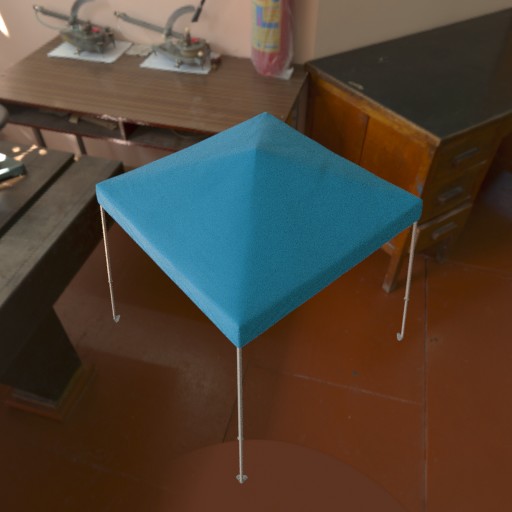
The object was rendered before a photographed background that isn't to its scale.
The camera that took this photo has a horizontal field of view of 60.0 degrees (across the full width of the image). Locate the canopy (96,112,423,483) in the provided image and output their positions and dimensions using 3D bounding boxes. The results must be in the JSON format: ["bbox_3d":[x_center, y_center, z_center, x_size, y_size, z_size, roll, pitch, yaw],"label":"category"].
[{"bbox_3d":[0.000,0.000,5.112,2.849,2.849,2.848,-32,54,-27],"label":"canopy"}]
